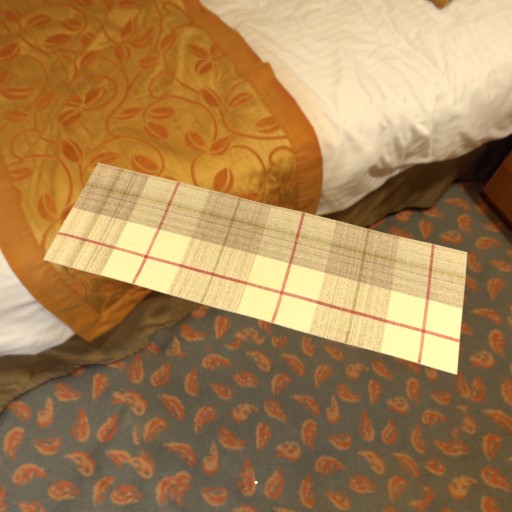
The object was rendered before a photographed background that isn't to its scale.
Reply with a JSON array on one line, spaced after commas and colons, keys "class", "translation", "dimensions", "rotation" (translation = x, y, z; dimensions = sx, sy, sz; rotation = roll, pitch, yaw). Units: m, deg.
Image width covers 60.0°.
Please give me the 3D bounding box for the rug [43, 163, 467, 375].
[{"class": "rug", "translation": [0.000, 0.000, 2.667], "dimensions": [2.439, 0.013, 0.762], "rotation": [15, 64, 7]}]
